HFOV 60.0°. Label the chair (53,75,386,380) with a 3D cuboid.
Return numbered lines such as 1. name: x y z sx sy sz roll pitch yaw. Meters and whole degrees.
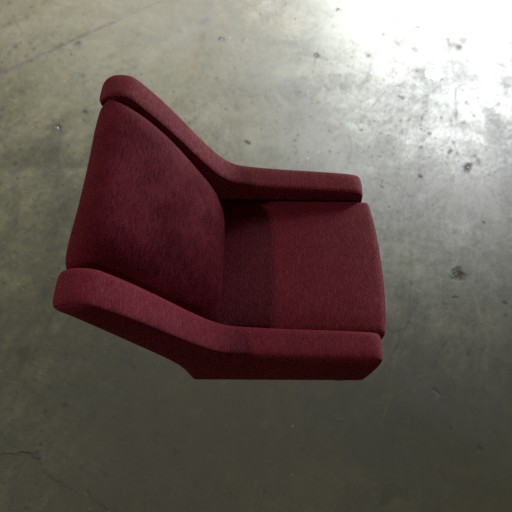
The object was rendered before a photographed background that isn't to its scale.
1. chair: 0.000 0.000 1.664 0.985 1.017 0.793 0 63 0
